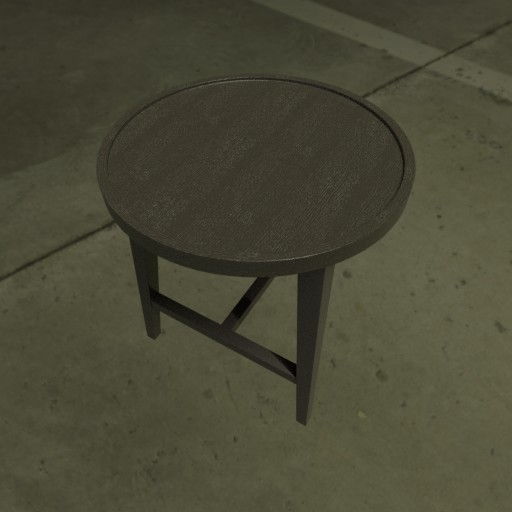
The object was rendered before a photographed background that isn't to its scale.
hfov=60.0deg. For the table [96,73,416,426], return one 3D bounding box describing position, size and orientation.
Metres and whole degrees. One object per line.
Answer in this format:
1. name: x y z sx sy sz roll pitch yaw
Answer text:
1. table: 0.000 0.000 0.909 0.500 0.531 0.500 0 48 0
